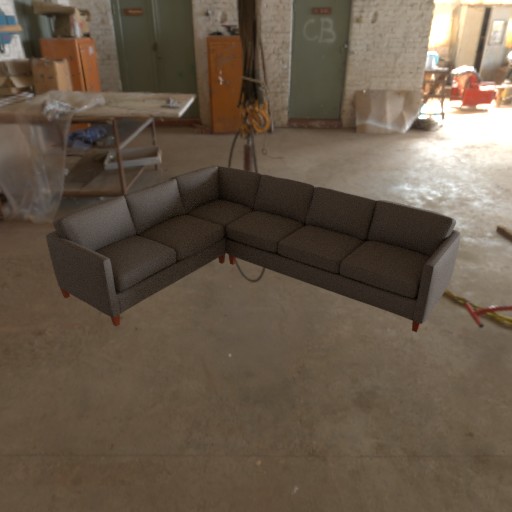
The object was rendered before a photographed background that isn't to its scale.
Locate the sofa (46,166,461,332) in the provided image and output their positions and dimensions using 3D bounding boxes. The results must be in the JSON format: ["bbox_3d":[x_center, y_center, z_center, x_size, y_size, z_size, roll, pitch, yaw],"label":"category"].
[{"bbox_3d":[0.000,0.000,4.490,3.302,0.947,2.593,19,33,32],"label":"sofa"}]
